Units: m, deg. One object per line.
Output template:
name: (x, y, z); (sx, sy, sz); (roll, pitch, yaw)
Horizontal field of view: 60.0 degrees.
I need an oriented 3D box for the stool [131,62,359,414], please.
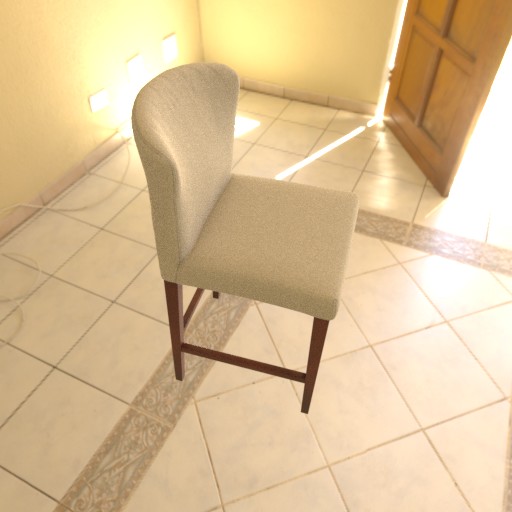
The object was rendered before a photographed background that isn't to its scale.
stool: (0.000, 0.000, 1.410); (0.568, 1.069, 0.479); (12, 47, 11)
